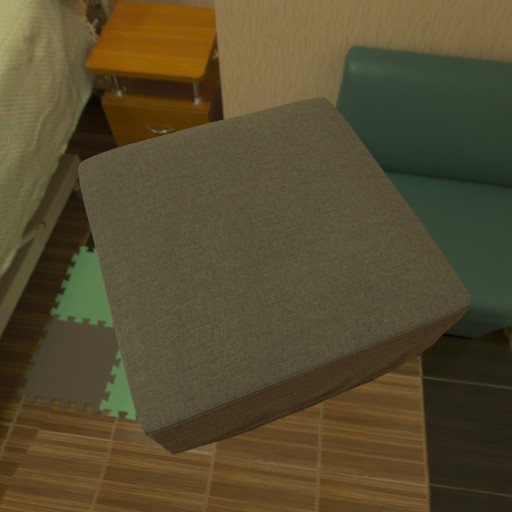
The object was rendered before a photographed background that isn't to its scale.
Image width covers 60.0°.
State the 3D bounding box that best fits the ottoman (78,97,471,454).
[{"bbox_3d":[0.000,0.000,1.321,0.840,0.436,0.843,-18,60,-11],"label":"ottoman"}]
